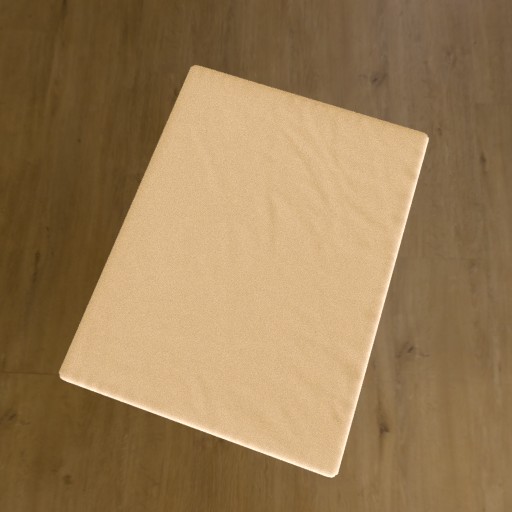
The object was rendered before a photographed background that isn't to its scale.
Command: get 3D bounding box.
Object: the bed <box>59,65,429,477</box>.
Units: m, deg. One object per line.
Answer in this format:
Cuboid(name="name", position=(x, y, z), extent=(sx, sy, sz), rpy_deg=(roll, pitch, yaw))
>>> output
Cuboid(name="bed", position=(0.000, 0.000, 2.682), extent=(1.536, 0.431, 2.016), rpy_deg=(18, 77, 4))
